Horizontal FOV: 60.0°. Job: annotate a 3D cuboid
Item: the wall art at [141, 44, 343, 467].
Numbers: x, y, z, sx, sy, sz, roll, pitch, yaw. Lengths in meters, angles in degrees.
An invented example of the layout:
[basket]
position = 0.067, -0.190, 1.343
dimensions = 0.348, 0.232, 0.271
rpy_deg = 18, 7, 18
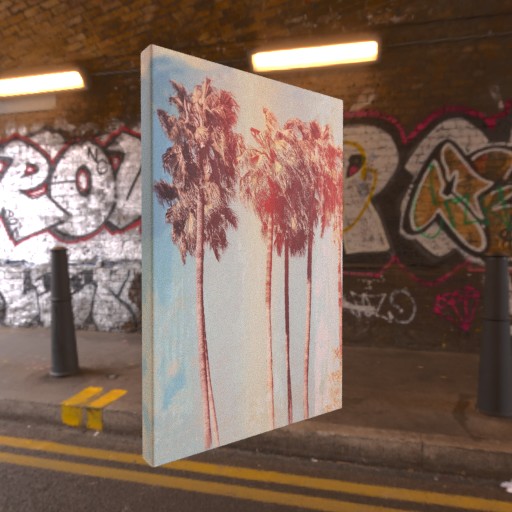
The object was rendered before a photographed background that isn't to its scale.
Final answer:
[wall art]
position = 0.000, 0.000, 0.769
dimensions = 0.401, 0.610, 0.038
rpy_deg = -1, 1, -37
